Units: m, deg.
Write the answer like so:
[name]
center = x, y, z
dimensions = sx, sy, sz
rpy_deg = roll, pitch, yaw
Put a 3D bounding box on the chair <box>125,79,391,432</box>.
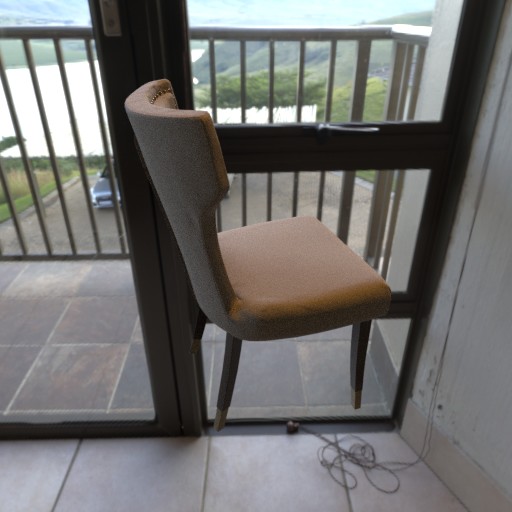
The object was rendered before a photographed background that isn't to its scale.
[chair]
center = 0.000, 0.000, 1.321
dimensions = 0.630, 0.950, 0.526
rpy_deg = -10, 31, -17
